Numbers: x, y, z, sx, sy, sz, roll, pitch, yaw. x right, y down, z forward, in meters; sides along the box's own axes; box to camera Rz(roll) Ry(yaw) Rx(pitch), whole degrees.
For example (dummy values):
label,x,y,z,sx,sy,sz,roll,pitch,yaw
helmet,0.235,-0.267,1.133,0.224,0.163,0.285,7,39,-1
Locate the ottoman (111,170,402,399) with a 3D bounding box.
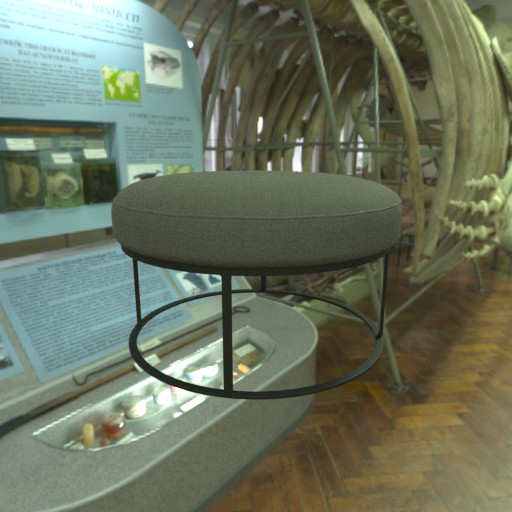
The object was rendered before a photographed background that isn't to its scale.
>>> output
label,x,y,z,sx,sy,sz,roll,pitch,yaw
ottoman,0.000,0.000,1.263,0.772,0.460,0.772,0,14,0
